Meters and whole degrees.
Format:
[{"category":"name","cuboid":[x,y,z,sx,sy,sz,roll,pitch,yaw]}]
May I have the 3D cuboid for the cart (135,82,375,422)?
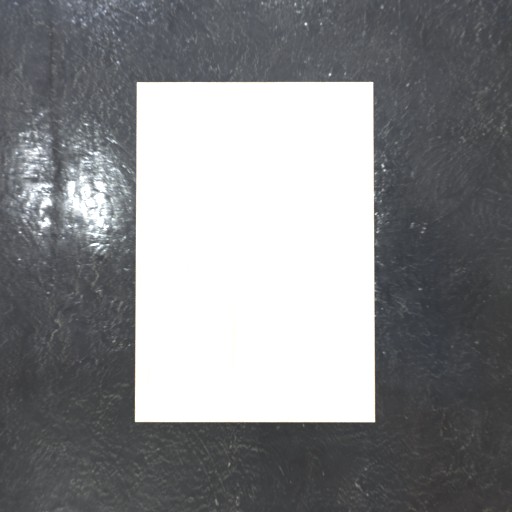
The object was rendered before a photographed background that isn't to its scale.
[{"category":"cart","cuboid":[0.000,0.000,1.180,0.406,0.857,0.578,0,89,0]}]
